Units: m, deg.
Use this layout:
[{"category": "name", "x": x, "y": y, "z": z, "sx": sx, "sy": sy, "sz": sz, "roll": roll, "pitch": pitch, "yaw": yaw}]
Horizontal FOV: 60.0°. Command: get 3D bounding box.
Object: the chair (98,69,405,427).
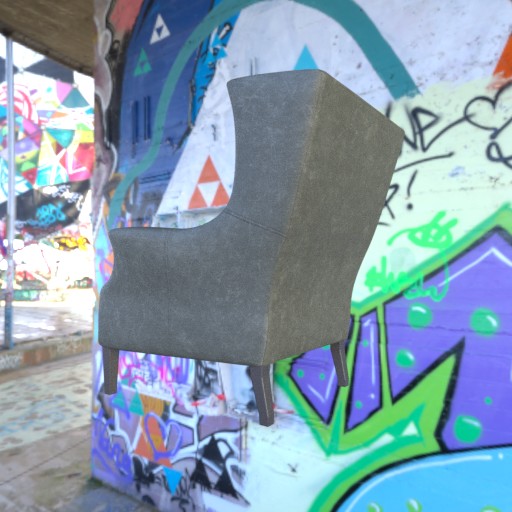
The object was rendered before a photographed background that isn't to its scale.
[{"category": "chair", "x": 0.000, "y": 0.000, "z": 1.679, "sx": 0.926, "sy": 1.016, "sz": 0.853, "roll": -1, "pitch": -1, "yaw": 36}]
